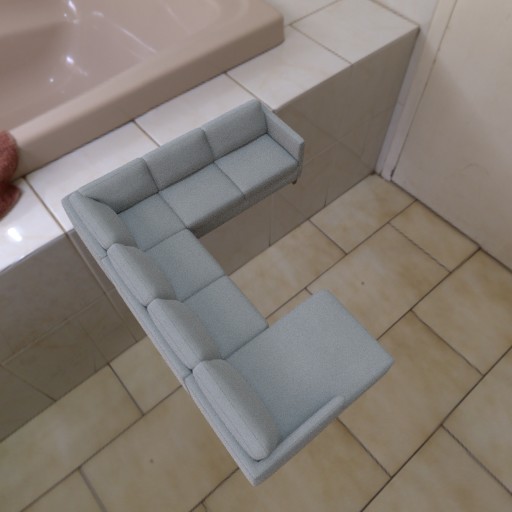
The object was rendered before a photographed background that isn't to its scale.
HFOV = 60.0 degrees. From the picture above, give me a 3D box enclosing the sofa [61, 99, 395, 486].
[{"bbox_3d":[0.000,0.000,4.411,2.551,0.853,3.238,-33,64,-19],"label":"sofa"}]
